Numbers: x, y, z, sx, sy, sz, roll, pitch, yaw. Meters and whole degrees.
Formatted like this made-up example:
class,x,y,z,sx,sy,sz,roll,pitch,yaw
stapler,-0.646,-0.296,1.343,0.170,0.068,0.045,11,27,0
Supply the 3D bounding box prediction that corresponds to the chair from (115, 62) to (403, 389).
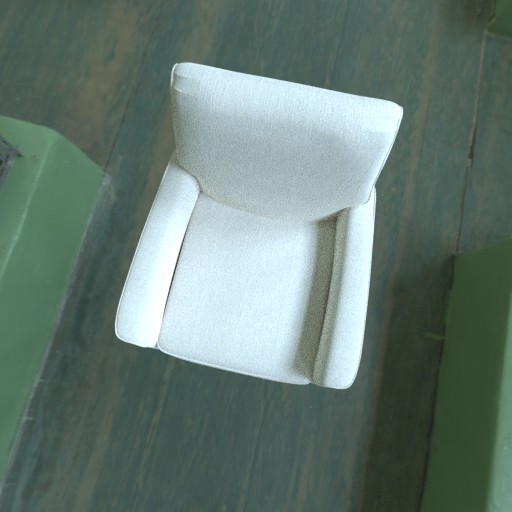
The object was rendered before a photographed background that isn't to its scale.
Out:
class,x,y,z,sx,sy,sz,roll,pitch,yaw
chair,0.000,0.000,1.645,0.841,1.028,0.858,12,77,3
